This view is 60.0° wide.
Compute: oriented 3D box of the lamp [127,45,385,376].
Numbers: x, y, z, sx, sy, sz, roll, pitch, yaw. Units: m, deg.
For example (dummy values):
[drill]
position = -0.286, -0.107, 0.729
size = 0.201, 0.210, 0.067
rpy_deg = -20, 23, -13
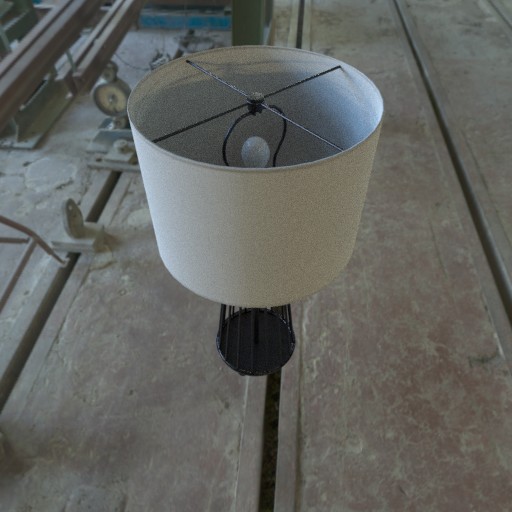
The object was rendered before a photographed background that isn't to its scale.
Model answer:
[lamp]
position = 0.000, 0.000, 0.778
size = 0.322, 0.593, 0.322
rpy_deg = -31, 54, -26
